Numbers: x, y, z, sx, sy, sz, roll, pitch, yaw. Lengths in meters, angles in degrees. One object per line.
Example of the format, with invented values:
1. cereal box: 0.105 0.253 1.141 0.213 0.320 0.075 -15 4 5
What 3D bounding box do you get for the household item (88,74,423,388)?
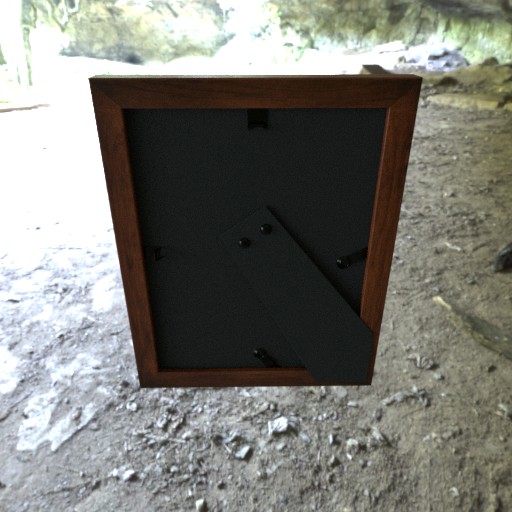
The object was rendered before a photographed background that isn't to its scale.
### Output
1. household item: 0.000 0.000 0.331 0.200 0.250 0.020 0 28 -1
